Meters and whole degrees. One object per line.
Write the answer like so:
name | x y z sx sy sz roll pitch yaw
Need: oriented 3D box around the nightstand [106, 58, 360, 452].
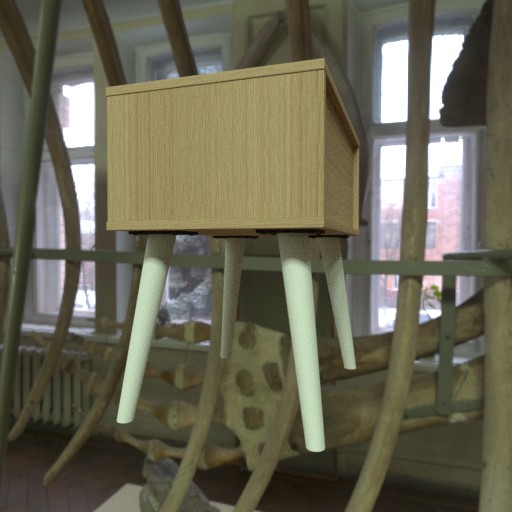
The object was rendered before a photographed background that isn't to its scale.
nightstand | 0.000 0.000 1.008 0.407 0.610 0.571 0 1 18
